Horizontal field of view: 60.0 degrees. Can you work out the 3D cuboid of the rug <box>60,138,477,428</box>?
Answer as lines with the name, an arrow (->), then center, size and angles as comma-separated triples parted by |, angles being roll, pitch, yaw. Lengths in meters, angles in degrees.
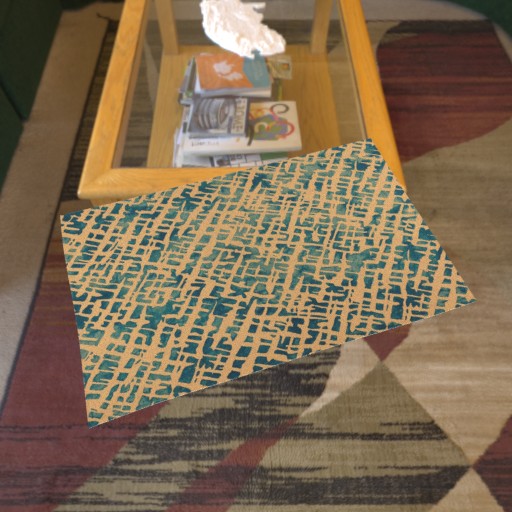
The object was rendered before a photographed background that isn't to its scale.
rug -> 0.000, 0.000, 2.987 | 2.447, 0.011, 1.520 | -16, 60, -9
